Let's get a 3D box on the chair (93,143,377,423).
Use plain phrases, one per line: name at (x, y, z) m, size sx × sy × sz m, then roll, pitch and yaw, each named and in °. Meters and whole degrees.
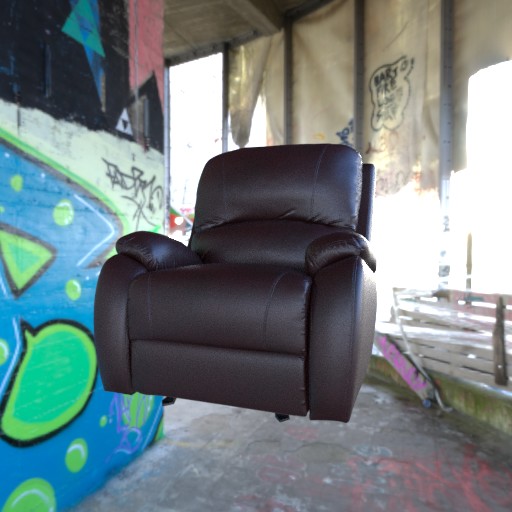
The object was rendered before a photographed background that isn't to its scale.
chair at (0.000, 0.000, 1.778) m, size 0.930 × 1.011 × 0.899 m, roll 1°, pitch 2°, yaw 19°
